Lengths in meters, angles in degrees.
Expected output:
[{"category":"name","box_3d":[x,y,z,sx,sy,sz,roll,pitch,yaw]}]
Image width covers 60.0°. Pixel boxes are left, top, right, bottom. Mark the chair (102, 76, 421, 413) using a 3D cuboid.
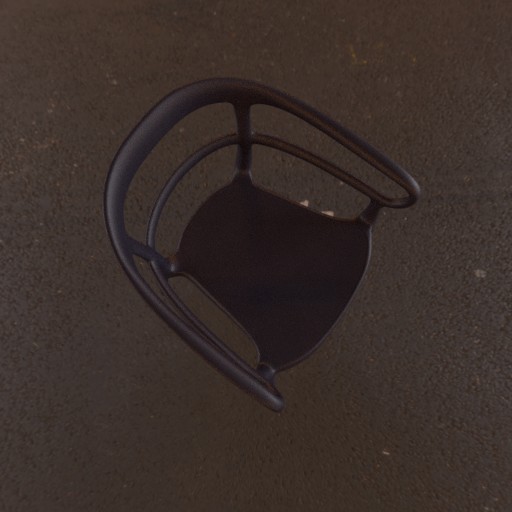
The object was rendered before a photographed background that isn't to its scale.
[{"category":"chair","box_3d":[0.000,0.000,1.135,0.527,0.761,0.559,34,77,9]}]
